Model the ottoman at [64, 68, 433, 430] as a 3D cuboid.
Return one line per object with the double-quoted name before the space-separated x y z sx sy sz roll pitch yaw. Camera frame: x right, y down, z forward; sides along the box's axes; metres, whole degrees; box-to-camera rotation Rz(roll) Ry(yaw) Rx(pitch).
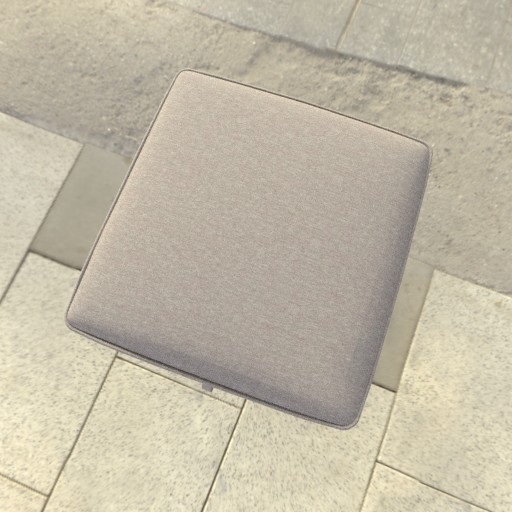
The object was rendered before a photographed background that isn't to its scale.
"ottoman" 0.000 0.000 1.408 0.808 0.612 0.871 19 76 5
